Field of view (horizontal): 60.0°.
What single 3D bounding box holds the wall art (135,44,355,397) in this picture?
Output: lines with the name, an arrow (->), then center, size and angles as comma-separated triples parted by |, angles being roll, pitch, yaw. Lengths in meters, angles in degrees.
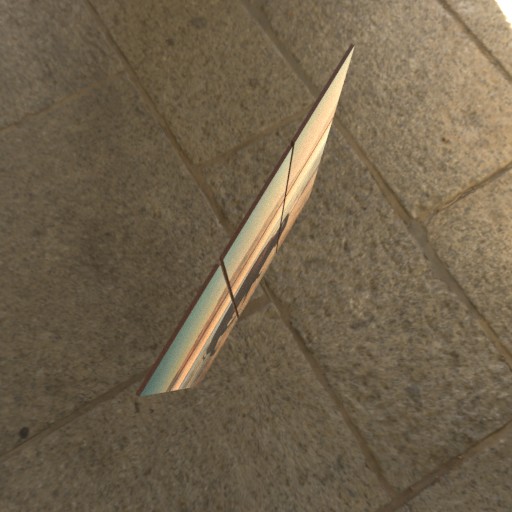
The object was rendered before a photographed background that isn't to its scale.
wall art -> 0.000, 0.000, 1.850 | 0.019, 1.218, 1.221 | 29, 77, 7
